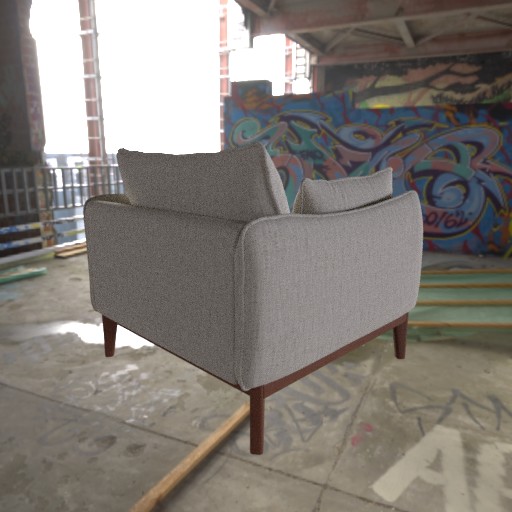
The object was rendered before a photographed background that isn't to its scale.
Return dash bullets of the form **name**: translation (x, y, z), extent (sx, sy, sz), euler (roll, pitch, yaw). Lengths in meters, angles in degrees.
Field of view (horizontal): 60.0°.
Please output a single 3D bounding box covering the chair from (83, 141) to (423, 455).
- **chair**: translation (0.000, 0.000, 1.764), extent (0.994, 0.855, 0.991), euler (13, 18, 44)
